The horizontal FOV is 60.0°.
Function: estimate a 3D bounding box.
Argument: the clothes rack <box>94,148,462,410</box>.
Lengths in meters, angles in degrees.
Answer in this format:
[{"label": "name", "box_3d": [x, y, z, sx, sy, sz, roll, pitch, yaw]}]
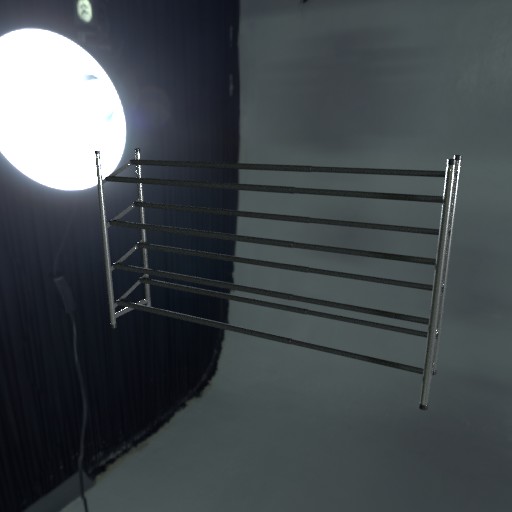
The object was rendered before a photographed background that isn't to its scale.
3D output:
[{"label": "clothes rack", "box_3d": [0.000, 0.000, 1.473, 1.168, 0.672, 0.229, 8, 17, 26]}]
